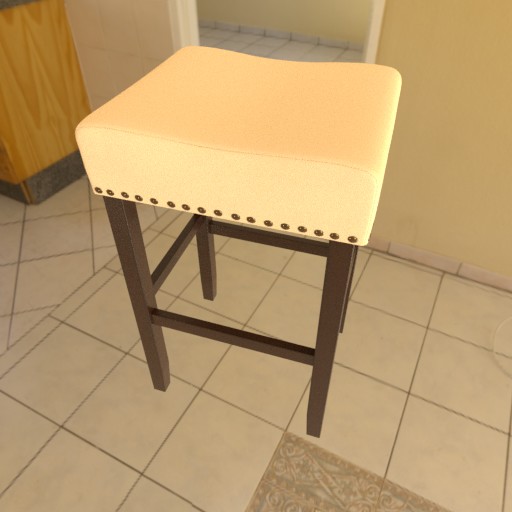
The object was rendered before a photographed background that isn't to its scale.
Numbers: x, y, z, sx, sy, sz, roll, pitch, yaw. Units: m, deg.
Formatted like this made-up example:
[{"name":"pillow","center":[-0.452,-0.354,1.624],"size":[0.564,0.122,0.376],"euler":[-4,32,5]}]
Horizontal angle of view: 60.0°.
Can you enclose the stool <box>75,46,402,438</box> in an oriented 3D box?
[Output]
[{"name":"stool","center":[0.000,0.000,1.005],"size":[0.471,0.762,0.401],"euler":[12,43,13]}]
